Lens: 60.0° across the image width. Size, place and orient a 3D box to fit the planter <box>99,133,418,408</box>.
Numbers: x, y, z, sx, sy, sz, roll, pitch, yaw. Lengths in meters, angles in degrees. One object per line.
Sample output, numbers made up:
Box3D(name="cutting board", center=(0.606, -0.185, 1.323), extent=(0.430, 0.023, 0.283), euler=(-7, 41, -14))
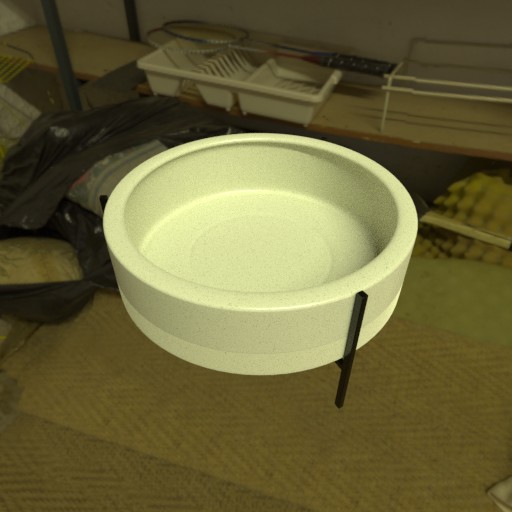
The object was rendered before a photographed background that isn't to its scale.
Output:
Box3D(name="planter", center=(0.000, 0.000, 0.541), extent=(0.345, 0.171, 0.336), euler=(0, 40, 0))
